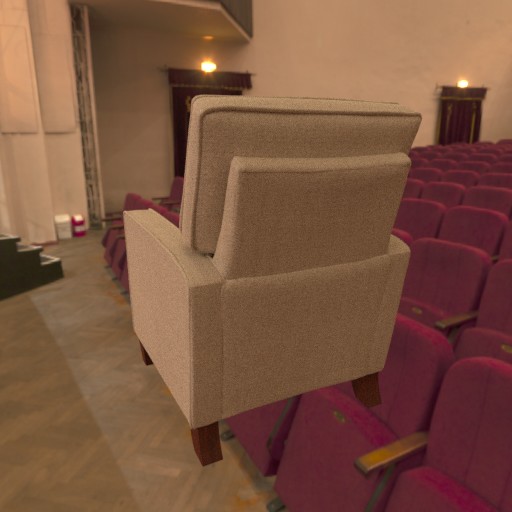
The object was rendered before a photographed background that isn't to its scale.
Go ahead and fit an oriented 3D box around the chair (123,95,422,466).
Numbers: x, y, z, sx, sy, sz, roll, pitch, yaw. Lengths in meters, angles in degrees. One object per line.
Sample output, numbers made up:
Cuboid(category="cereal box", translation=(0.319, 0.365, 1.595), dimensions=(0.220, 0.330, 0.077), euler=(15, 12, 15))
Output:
Cuboid(category="chair", translation=(0.000, 0.000, 1.358), dimensions=(0.648, 0.888, 0.754), euler=(-8, 17, -26))
